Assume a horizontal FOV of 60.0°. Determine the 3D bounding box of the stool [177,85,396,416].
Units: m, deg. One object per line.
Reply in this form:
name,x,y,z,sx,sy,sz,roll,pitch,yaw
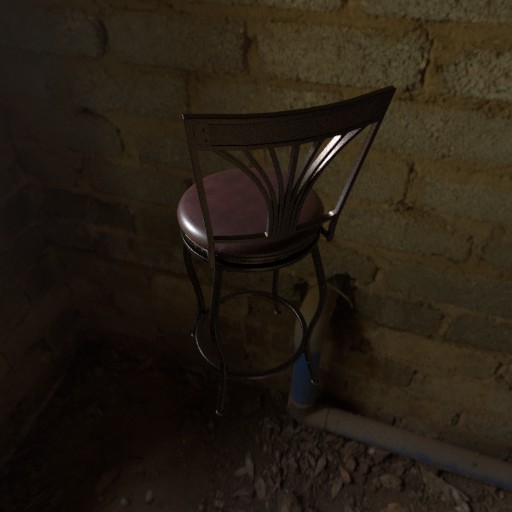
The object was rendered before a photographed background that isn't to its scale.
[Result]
stool,0.000,0.000,1.351,0.433,1.117,0.514,-13,42,-15
